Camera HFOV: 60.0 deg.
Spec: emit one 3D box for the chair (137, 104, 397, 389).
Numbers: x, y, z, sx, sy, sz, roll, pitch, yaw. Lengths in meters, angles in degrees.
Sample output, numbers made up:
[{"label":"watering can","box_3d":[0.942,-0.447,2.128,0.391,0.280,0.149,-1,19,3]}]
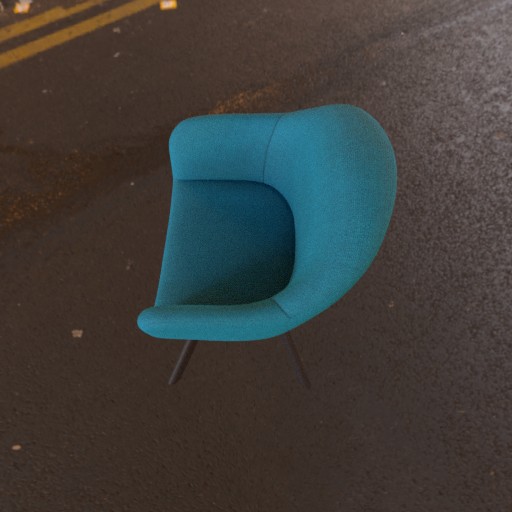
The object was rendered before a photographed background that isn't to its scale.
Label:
[{"label":"chair","box_3d":[0.000,0.000,1.194,0.550,0.795,0.590,1,59,1]}]
